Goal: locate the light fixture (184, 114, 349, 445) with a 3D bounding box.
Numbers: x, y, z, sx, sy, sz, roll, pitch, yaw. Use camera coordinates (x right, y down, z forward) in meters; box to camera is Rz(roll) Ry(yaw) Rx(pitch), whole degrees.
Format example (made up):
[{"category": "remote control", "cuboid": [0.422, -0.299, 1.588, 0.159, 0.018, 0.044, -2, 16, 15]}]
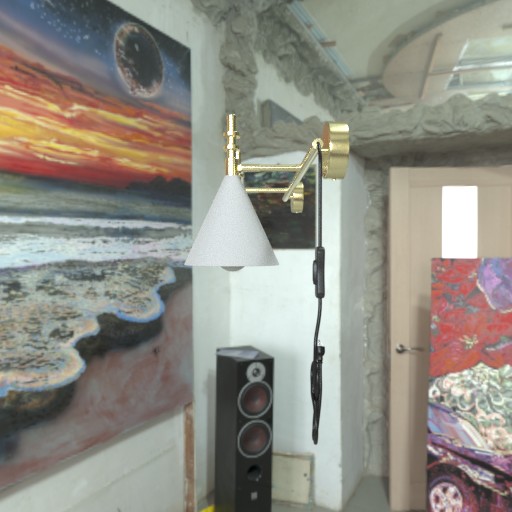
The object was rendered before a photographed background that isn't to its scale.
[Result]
[{"category": "light fixture", "cuboid": [0.000, 0.000, 0.860, 0.239, 0.468, 0.642, 0, 1, 0]}]
